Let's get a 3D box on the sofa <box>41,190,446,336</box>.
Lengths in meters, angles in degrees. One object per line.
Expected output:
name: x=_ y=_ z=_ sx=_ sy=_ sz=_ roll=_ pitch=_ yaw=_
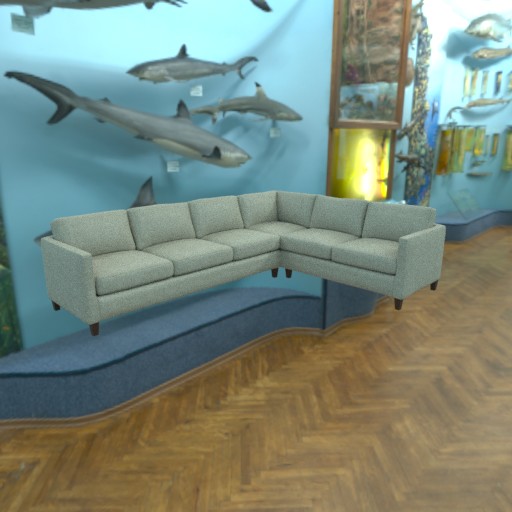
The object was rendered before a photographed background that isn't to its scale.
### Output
sofa: x=0.000 y=0.000 z=4.499 sx=2.522 sy=0.934 sz=3.333 roll=14 pitch=21 yaw=43
